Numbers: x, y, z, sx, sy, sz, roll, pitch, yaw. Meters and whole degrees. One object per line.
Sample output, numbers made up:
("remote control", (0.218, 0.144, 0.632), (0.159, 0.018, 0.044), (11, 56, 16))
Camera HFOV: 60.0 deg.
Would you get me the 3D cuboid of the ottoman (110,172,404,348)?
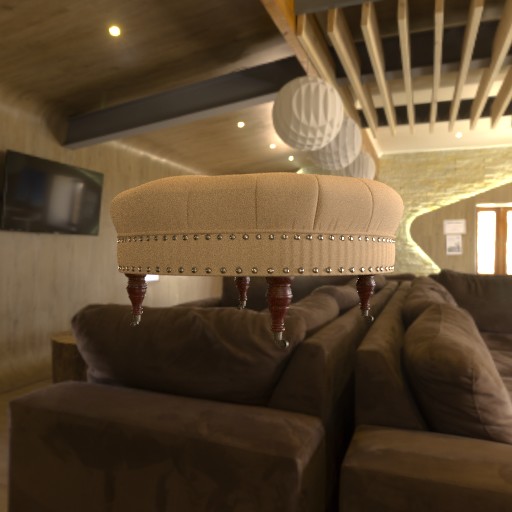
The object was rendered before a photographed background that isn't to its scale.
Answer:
("ottoman", (0.000, 0.000, 1.424), (0.901, 0.439, 0.901), (0, 0, 0))
